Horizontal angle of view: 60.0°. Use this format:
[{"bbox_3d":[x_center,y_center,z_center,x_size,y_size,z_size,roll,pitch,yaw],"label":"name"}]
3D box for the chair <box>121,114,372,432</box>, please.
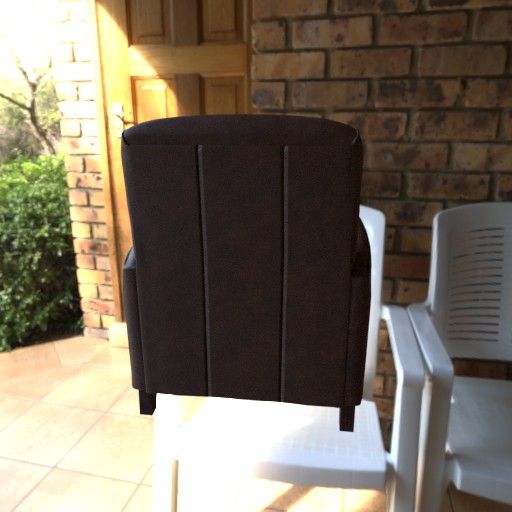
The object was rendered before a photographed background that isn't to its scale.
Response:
[{"bbox_3d":[0.000,0.000,1.702,0.839,1.010,0.850,2,16,7],"label":"chair"}]
